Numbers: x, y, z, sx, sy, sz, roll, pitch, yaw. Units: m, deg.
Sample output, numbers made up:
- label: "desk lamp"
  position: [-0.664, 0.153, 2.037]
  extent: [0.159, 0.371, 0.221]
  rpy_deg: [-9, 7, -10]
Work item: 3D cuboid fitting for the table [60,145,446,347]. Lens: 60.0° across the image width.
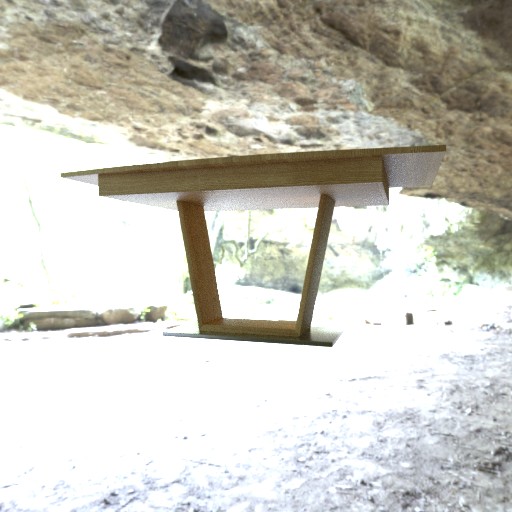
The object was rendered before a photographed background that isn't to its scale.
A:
- label: "table"
  position: [0.000, 0.000, 2.101]
  extent: [1.598, 0.748, 0.900]
  rpy_deg: [0, 0, 18]
